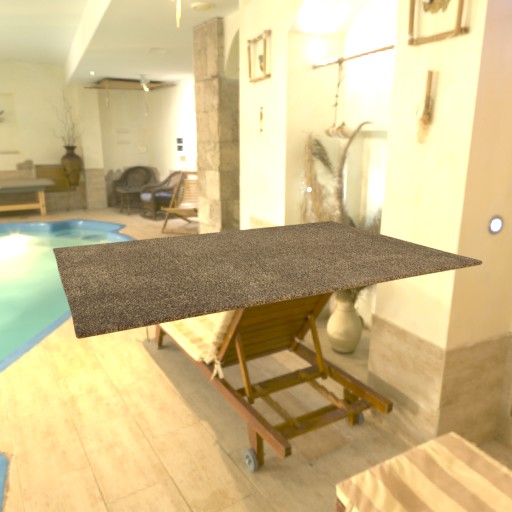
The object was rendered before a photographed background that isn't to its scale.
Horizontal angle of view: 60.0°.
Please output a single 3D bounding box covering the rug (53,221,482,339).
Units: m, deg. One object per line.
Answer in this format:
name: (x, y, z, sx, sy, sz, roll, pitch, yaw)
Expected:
rug: (0.000, 0.000, 3.329, 2.699, 0.026, 1.802, -7, 16, -26)
